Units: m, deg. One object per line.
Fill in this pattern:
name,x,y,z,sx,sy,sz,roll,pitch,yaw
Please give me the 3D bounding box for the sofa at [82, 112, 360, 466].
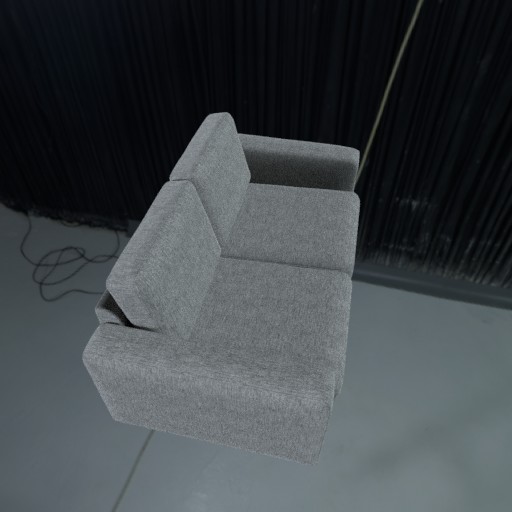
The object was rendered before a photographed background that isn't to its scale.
sofa,0.000,0.000,2.046,0.900,0.800,1.520,9,46,9
